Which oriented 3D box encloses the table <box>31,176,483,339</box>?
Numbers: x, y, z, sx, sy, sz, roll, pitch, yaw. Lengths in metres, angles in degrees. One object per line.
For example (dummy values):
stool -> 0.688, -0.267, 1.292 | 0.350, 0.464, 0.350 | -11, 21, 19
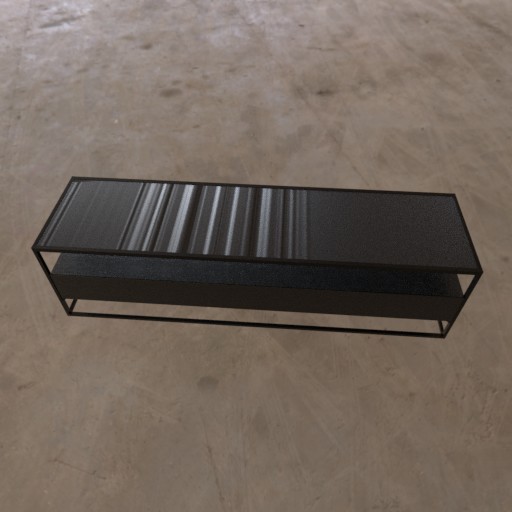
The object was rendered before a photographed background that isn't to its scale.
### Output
table -> 0.000, 0.000, 1.731 | 1.486, 0.395, 0.399 | 3, 48, 3
